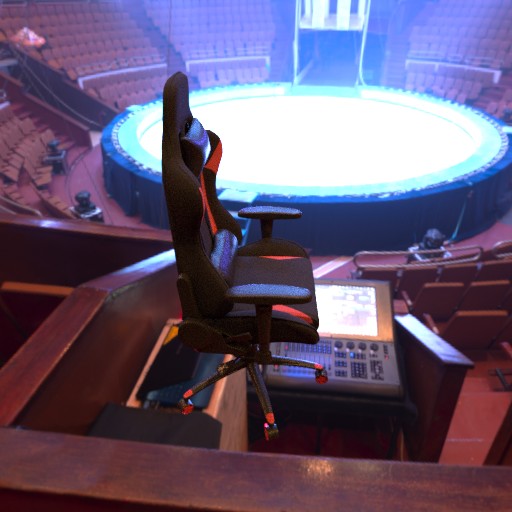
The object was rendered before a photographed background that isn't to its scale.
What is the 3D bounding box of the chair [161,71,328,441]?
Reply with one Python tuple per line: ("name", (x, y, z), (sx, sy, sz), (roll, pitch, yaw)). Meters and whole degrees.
("chair", (0.000, 0.000, 1.724), (0.658, 1.326, 0.695), (1, 31, 2))
